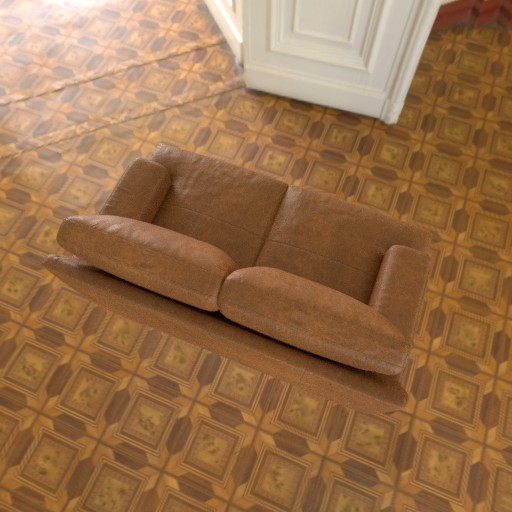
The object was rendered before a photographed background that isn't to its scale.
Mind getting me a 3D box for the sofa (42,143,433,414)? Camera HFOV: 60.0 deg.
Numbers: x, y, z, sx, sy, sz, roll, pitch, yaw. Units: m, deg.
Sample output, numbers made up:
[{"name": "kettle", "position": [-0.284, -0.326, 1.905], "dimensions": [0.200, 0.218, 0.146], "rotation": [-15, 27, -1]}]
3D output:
[{"name": "sofa", "position": [0.000, 0.000, 2.480], "dimensions": [1.880, 0.966, 1.144], "rotation": [20, 66, 9]}]
